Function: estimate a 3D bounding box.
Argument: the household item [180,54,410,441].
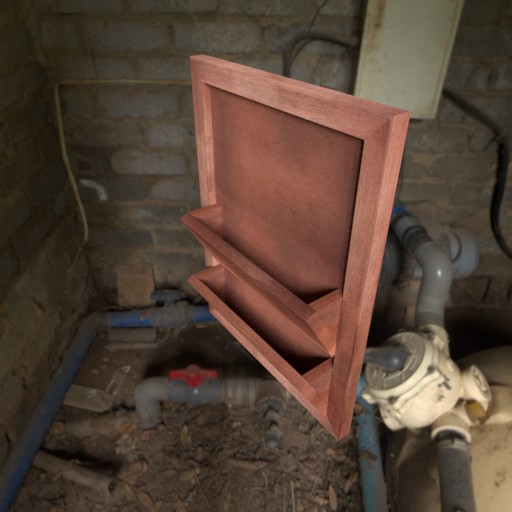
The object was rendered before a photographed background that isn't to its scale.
[{"bbox_3d":[0.000,0.000,0.541,0.067,0.407,0.310,-22,40,-30],"label":"household item"}]
